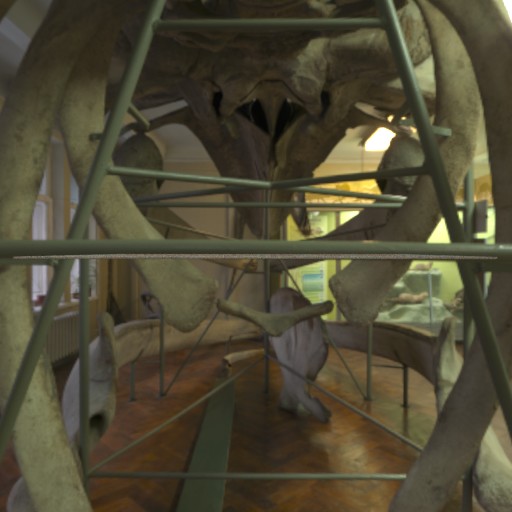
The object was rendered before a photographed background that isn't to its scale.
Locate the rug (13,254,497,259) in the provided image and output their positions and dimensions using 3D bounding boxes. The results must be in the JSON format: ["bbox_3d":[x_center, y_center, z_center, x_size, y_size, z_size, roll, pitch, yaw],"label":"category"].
[{"bbox_3d":[0.000,0.000,2.990,2.439,0.011,1.533,0,1,2],"label":"rug"}]
